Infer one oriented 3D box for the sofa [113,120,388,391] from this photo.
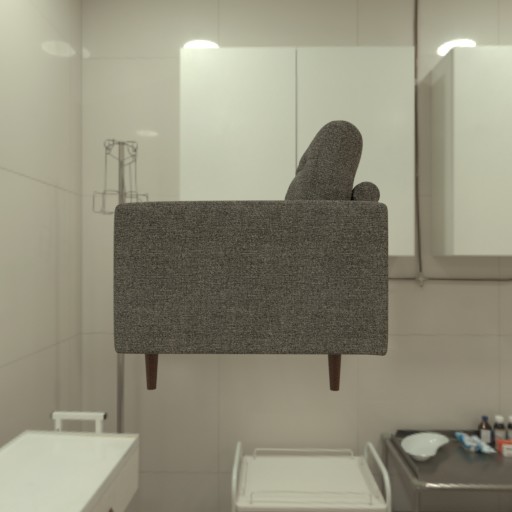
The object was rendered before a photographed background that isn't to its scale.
[{"bbox_3d":[0.000,0.000,2.234,0.863,0.902,1.821,0,0,1],"label":"sofa"}]
